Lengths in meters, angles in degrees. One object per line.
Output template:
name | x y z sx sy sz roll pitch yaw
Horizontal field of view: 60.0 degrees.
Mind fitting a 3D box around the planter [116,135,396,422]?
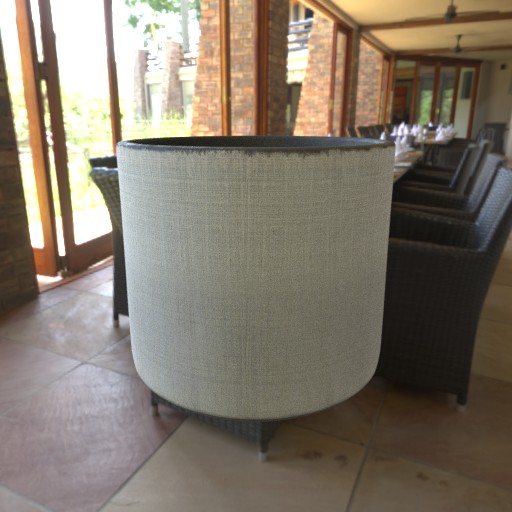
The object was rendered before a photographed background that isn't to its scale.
planter | 0.000 0.000 0.395 0.226 0.201 0.226 0 17 0
